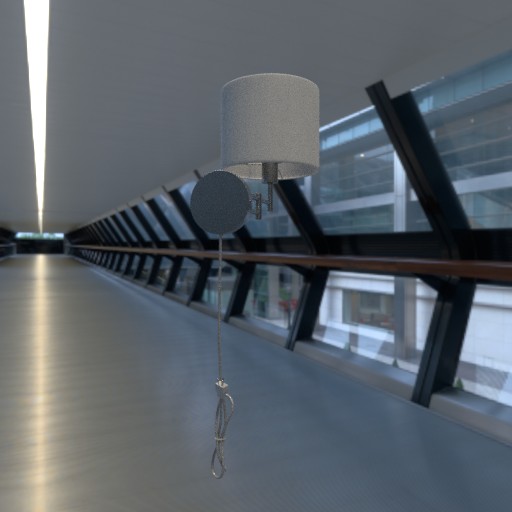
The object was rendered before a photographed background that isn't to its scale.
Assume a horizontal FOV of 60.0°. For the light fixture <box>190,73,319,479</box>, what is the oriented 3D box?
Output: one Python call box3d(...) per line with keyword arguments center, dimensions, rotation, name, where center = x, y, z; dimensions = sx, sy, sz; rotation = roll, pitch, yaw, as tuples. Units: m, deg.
box3d(center=(0.000, 0.000, 1.041), dimensions=(0.253, 0.842, 0.479), rotation=(0, 0, 19), name="light fixture")
